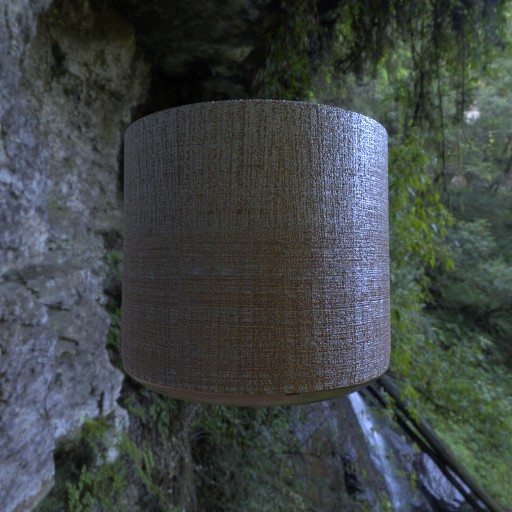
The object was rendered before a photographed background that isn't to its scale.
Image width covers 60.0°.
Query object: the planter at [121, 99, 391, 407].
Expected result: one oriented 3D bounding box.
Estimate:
[{"bbox_3d":[0.000,0.000,0.187,0.109,0.096,0.109,0,0,0],"label":"planter"}]
